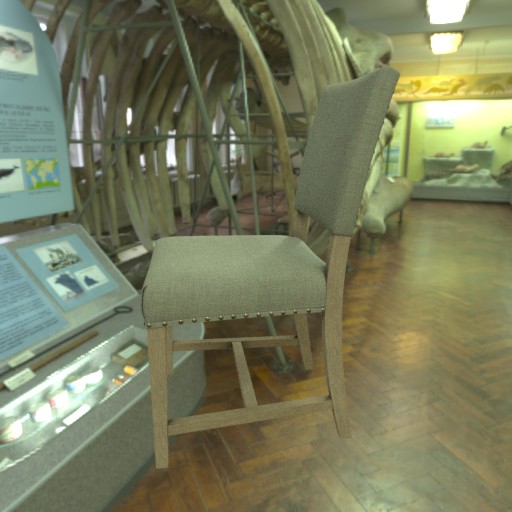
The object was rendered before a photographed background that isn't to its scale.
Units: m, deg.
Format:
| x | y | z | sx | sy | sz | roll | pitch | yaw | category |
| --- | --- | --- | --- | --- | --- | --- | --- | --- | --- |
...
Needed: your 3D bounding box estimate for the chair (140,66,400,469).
| x | y | z | sx | sy | sz | roll | pitch | yaw | category |
| --- | --- | --- | --- | --- | --- | --- | --- | --- | --- |
| 0.000 | 0.000 | 1.299 | 0.622 | 0.986 | 0.508 | -2 | 16 | -8 | chair |
